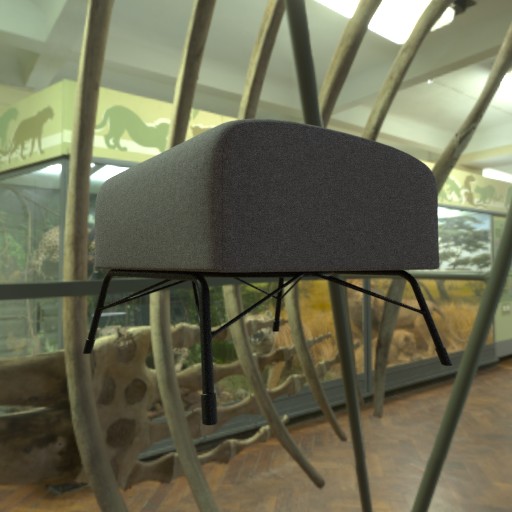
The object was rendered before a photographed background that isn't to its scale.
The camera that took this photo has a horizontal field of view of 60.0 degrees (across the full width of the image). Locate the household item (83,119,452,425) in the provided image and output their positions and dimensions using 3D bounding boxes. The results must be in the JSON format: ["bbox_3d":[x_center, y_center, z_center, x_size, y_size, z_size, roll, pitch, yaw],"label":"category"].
[{"bbox_3d":[0.000,0.000,0.889,0.530,0.410,0.530,1,-1,-36],"label":"household item"}]
